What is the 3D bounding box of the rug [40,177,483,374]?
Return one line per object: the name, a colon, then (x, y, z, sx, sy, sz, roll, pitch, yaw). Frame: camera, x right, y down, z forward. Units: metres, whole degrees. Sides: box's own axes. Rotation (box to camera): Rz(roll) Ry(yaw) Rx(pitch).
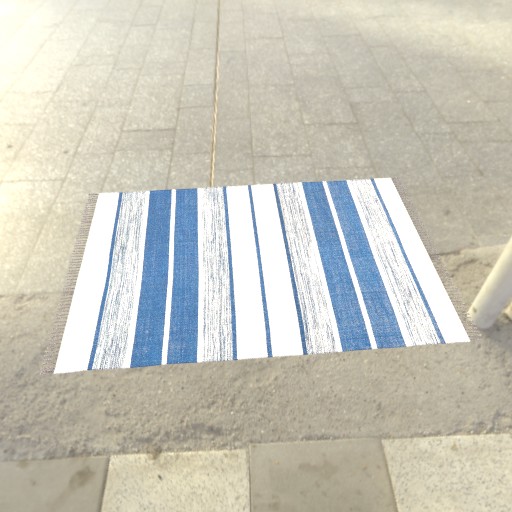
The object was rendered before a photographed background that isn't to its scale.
rug: (0.000, 0.000, 2.942, 2.441, 0.010, 1.532, -4, 47, -3)
